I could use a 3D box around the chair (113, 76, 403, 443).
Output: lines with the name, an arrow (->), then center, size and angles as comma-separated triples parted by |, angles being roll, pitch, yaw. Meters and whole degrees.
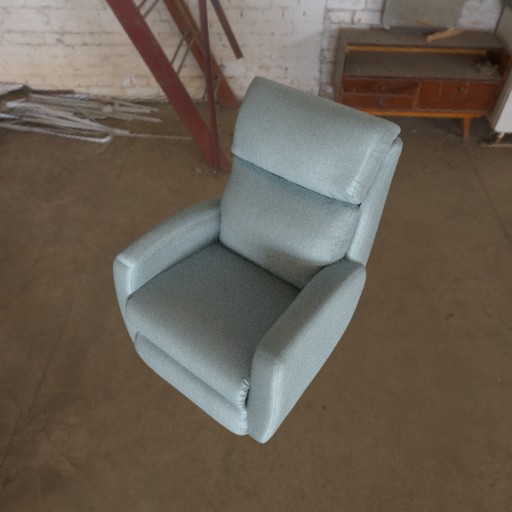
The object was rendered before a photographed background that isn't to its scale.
chair -> 0.000, 0.000, 1.723 | 0.794, 1.016, 0.940 | 29, 54, 25
